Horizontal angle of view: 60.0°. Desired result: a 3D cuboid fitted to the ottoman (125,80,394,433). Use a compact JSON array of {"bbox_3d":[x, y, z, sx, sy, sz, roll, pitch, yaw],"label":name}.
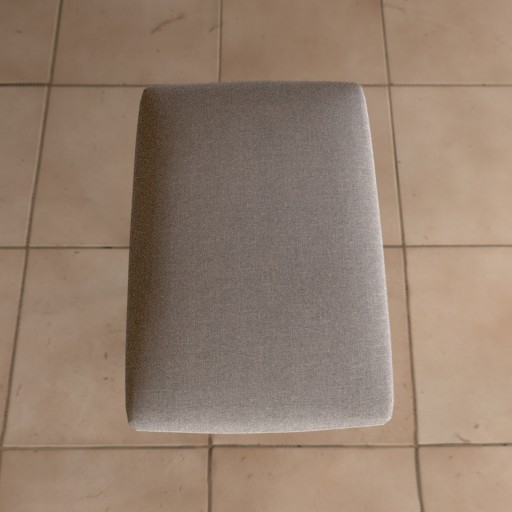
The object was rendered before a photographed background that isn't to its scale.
[{"bbox_3d":[0.000,0.000,1.165,0.584,0.457,0.838,-1,76,0],"label":"ottoman"}]
